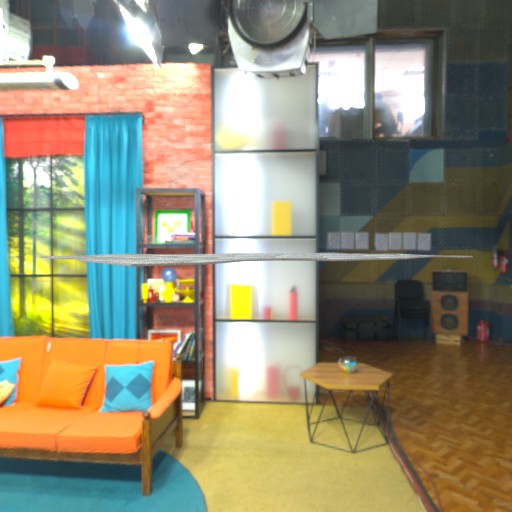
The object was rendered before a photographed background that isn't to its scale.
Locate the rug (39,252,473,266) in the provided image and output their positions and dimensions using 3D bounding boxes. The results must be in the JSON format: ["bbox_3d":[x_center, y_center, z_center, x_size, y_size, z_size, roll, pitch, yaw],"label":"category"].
[{"bbox_3d":[0.000,0.000,4.206,3.333,0.027,2.428,-1,1,-36],"label":"rug"}]
